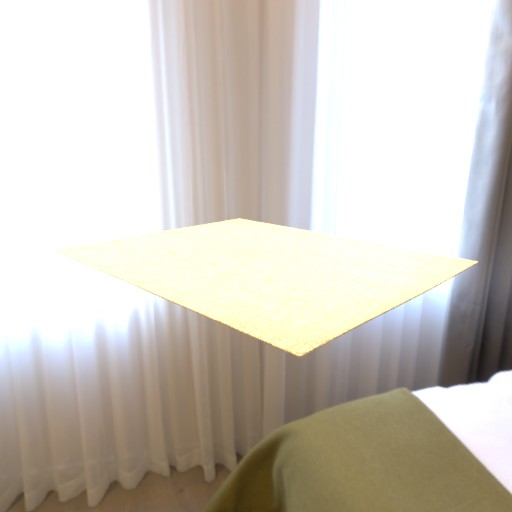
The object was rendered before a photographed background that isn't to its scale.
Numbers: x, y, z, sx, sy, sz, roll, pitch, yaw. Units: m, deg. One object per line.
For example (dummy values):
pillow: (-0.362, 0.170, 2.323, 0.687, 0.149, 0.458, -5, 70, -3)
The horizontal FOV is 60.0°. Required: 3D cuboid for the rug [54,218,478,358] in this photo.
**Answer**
rug: (0.000, 0.000, 4.045, 3.061, 0.014, 2.447, 14, 21, 43)
